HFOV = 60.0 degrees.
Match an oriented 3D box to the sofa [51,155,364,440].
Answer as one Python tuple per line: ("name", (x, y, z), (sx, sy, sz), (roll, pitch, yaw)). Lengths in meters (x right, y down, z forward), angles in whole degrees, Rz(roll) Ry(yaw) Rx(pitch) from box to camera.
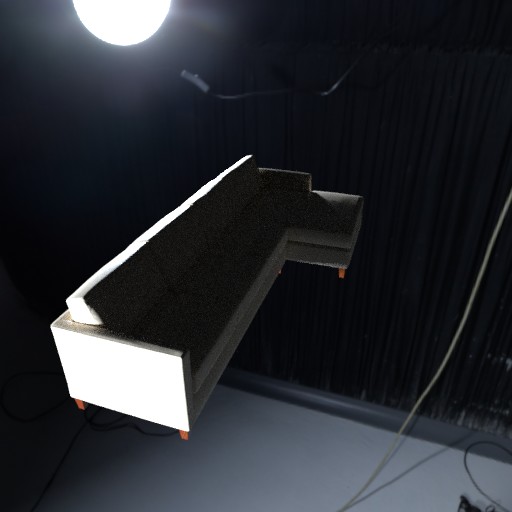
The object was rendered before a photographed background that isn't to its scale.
("sofa", (0.000, 0.000, 4.095), (1.603, 0.954, 3.471), (9, 30, 16))
